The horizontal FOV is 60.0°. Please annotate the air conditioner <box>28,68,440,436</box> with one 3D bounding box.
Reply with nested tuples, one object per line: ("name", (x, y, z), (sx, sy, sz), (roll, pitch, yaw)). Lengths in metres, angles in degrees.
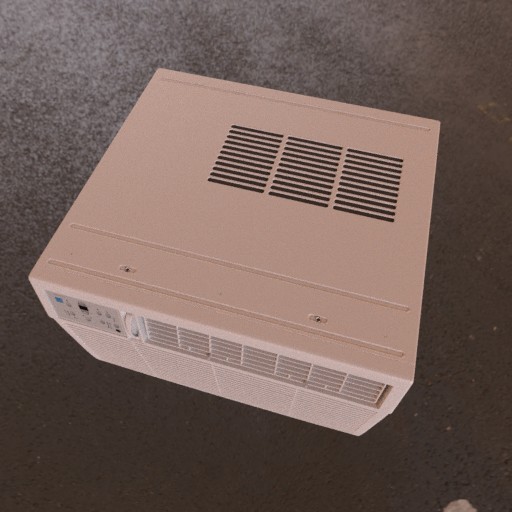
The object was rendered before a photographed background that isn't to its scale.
("air conditioner", (0.000, 0.000, 1.030), (0.645, 0.455, 0.599), (14, 60, 8))
